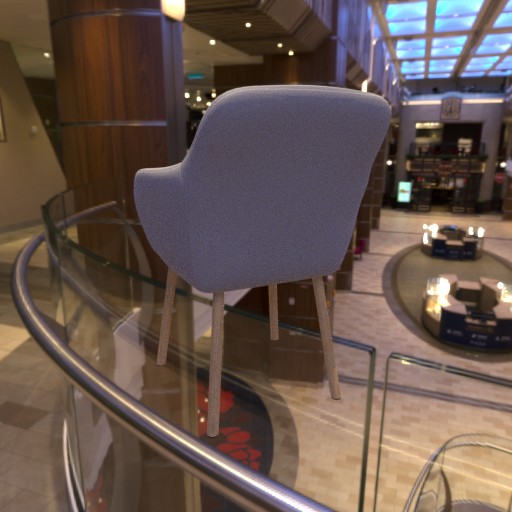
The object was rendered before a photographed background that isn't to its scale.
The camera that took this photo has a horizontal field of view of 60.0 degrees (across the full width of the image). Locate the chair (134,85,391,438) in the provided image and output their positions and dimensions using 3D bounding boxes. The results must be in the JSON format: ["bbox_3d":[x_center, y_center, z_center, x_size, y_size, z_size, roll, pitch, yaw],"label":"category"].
[{"bbox_3d":[0.000,0.000,1.225,0.570,0.830,0.590,-7,16,-25],"label":"chair"}]
